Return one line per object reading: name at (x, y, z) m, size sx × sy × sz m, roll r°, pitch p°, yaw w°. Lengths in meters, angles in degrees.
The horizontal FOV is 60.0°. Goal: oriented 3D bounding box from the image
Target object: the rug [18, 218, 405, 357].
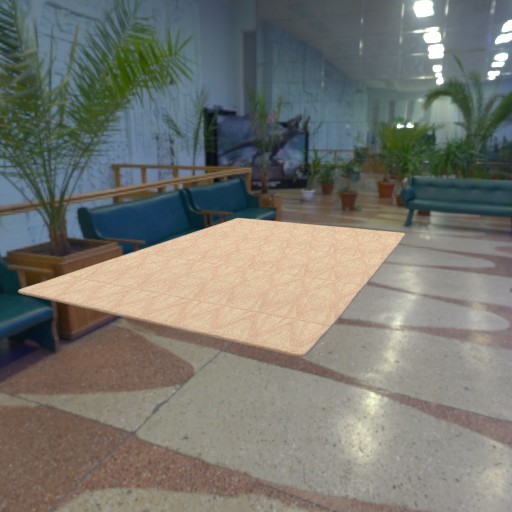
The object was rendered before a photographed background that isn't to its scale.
rug at (0.000, 0.000, 2.992) m, size 1.609 × 0.015 × 2.390 m, roll 7°, pitch 17°, yaw 26°
